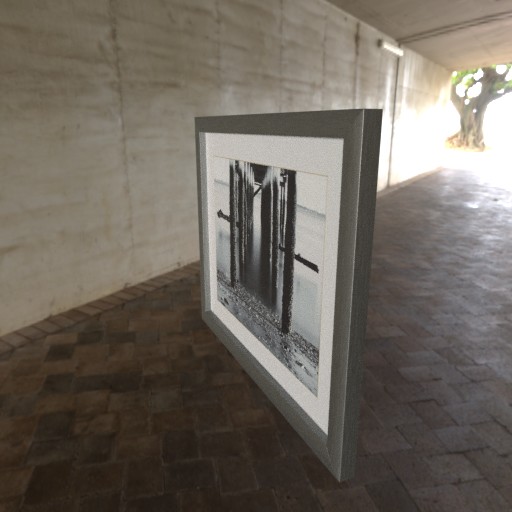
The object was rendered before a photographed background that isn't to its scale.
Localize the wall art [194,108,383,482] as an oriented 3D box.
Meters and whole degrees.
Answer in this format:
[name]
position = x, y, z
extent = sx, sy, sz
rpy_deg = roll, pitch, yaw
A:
[wall art]
position = 0.000, 0.000, 0.751
extent = 0.028, 0.457, 0.556
rpy_deg = -8, 18, -24
